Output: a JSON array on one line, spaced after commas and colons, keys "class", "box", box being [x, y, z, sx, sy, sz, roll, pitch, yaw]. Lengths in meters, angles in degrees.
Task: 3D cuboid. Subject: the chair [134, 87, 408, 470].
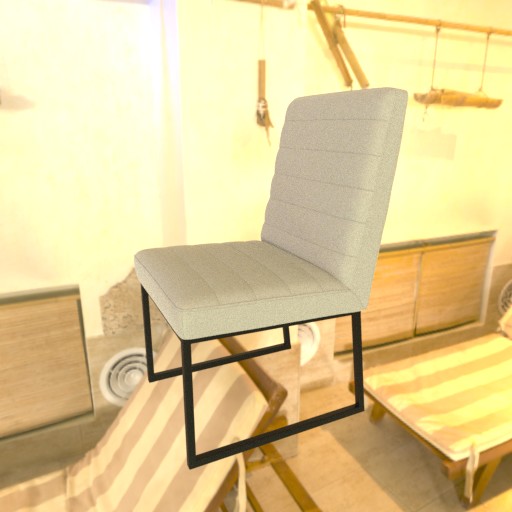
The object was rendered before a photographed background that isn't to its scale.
[{"class": "chair", "box": [0.000, 0.000, 1.314, 0.634, 0.930, 0.520, -8, 18, -25]}]
